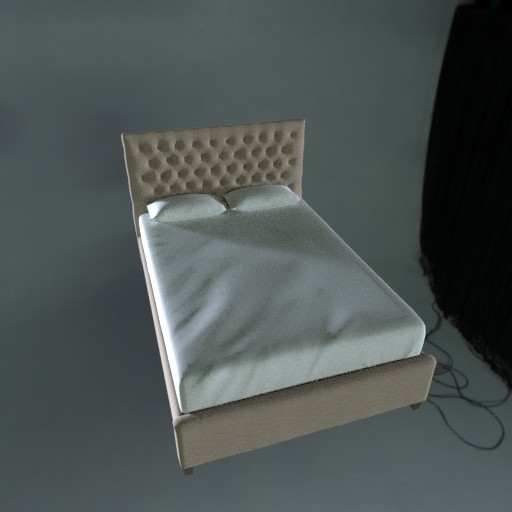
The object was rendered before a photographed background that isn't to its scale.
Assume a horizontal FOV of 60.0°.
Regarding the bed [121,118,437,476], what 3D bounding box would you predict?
[{"bbox_3d":[0.000,0.000,3.429,1.698,1.427,2.387,-9,33,-15],"label":"bed"}]
